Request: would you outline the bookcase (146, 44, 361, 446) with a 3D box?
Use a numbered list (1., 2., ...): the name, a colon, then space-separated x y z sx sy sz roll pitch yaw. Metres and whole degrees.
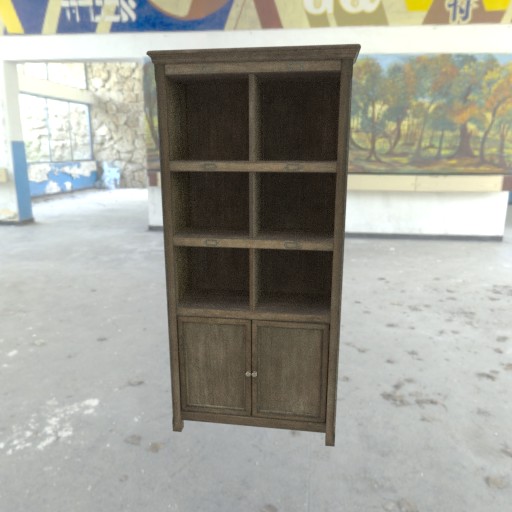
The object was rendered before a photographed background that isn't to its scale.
1. bookcase: 0.000 0.000 2.233 0.906 1.880 0.348 2 14 8
